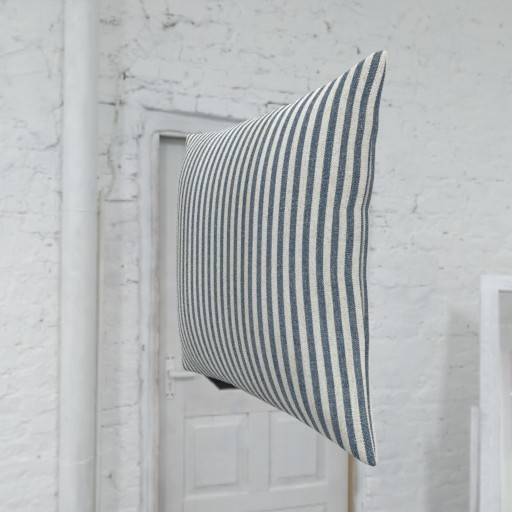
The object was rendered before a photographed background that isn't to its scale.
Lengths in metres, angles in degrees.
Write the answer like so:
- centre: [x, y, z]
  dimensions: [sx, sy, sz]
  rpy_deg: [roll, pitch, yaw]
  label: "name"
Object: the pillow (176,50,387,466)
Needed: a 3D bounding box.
- centre: [0.000, 0.000, 0.751]
  dimensions: [0.166, 0.510, 0.523]
  rpy_deg: [-1, 2, -36]
  label: "pillow"
